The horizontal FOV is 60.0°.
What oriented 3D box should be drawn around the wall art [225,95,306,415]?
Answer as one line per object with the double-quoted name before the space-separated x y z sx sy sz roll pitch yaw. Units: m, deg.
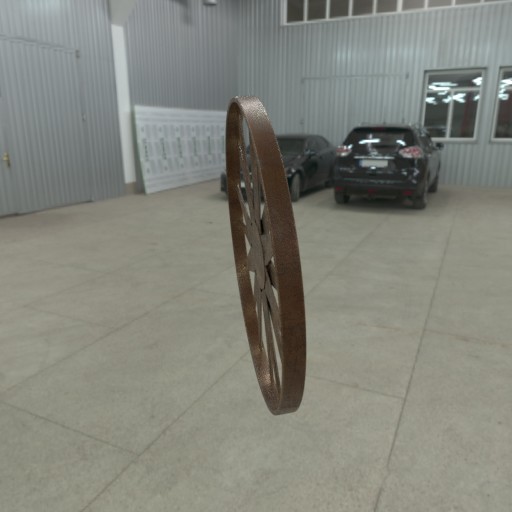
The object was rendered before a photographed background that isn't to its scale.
"wall art" 0.000 0.000 0.854 0.084 0.583 0.582 -3 16 -9
